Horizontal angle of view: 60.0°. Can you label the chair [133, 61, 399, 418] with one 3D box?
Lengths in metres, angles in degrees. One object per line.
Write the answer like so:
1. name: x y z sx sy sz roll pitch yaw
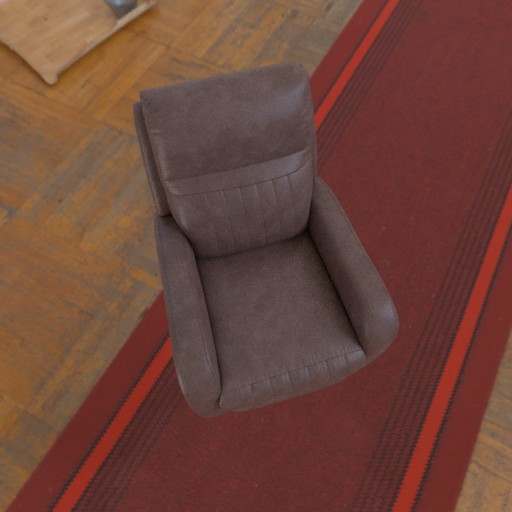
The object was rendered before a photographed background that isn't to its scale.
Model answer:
1. chair: 0.000 0.000 1.816 0.865 1.067 1.067 -14 64 -7
